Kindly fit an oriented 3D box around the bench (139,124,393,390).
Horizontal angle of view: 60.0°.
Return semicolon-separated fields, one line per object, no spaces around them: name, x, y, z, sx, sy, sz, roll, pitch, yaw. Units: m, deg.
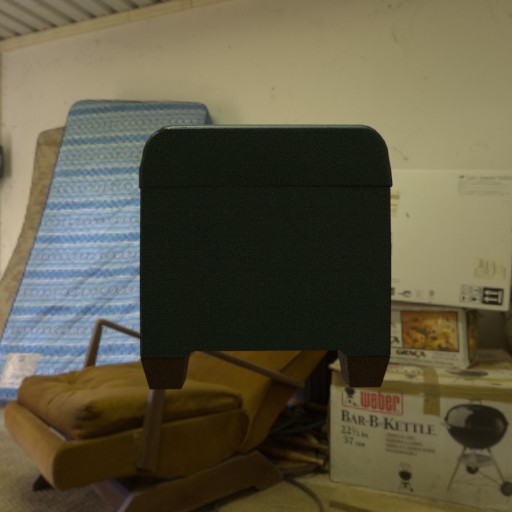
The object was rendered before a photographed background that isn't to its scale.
bench;0.000;0.000;1.251;0.476;0.474;0.995;0;0;-2
